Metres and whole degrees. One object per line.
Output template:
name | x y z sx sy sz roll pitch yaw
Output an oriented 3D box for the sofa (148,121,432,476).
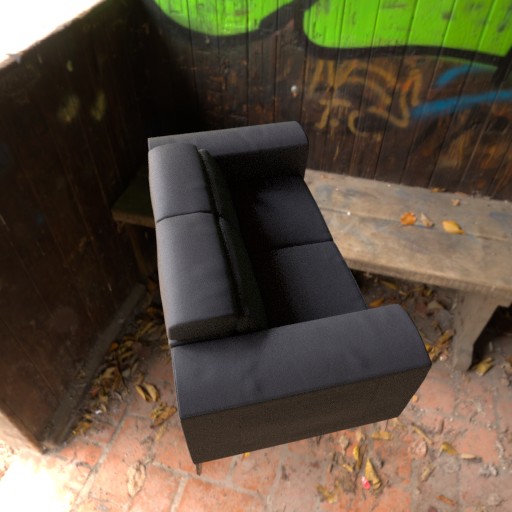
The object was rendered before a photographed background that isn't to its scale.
sofa | 0.000 0.000 2.420 1.003 0.779 1.895 -9 47 -9
